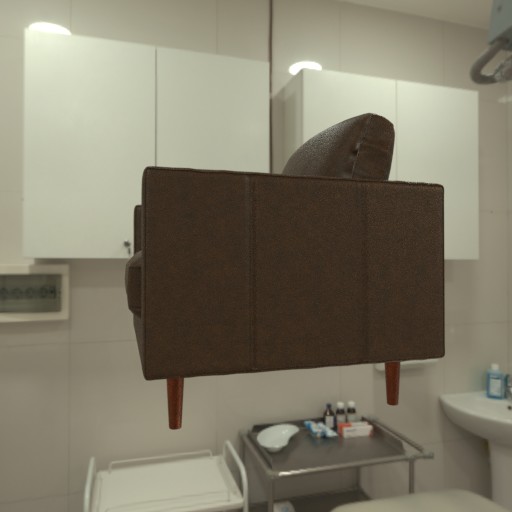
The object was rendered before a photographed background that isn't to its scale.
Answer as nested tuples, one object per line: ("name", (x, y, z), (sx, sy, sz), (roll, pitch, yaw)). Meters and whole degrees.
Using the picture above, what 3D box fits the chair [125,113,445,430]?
("chair", (0.000, 0.000, 1.609), (0.909, 0.956, 0.890), (0, -1, -17))
